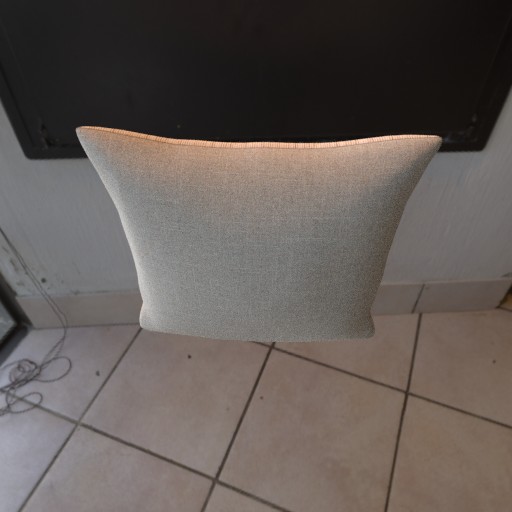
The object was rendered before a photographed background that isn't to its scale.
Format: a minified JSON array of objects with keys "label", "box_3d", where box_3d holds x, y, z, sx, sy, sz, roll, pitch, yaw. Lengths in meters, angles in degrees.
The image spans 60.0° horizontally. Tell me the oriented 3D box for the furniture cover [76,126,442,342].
[{"label":"furniture cover","box_3d":[0.000,0.000,0.792,0.512,0.506,0.178,2,47,2]}]
